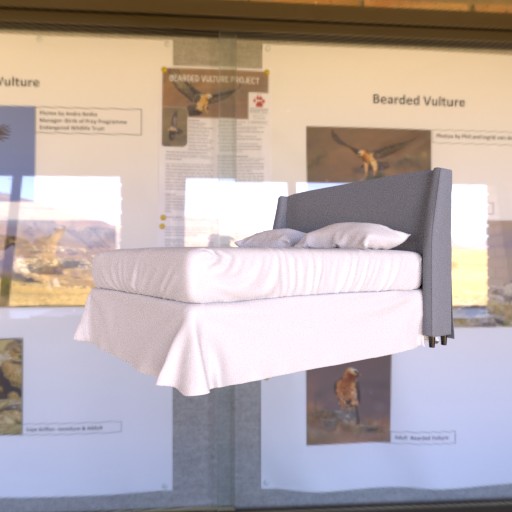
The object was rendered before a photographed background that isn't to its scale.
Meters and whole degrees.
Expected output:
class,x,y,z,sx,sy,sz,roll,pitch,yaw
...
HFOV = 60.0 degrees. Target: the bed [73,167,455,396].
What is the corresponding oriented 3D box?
class,x,y,z,sx,sy,sz,roll,pitch,yaw
bed,0.000,0.000,3.400,2.276,1.332,1.925,0,-1,-36
